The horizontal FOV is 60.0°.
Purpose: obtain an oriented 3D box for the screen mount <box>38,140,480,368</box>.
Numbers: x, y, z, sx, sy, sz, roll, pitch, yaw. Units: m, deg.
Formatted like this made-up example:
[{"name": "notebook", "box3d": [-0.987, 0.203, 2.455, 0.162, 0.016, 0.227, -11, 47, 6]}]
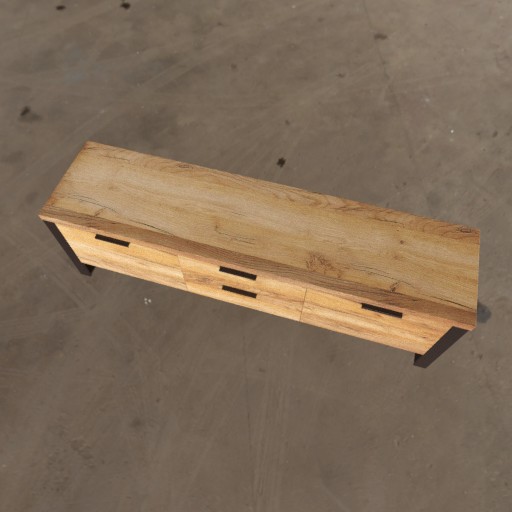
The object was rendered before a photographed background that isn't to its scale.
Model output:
[{"name": "screen mount", "box3d": [0.000, 0.000, 1.762, 1.524, 0.450, 0.395, 14, 60, 8]}]
